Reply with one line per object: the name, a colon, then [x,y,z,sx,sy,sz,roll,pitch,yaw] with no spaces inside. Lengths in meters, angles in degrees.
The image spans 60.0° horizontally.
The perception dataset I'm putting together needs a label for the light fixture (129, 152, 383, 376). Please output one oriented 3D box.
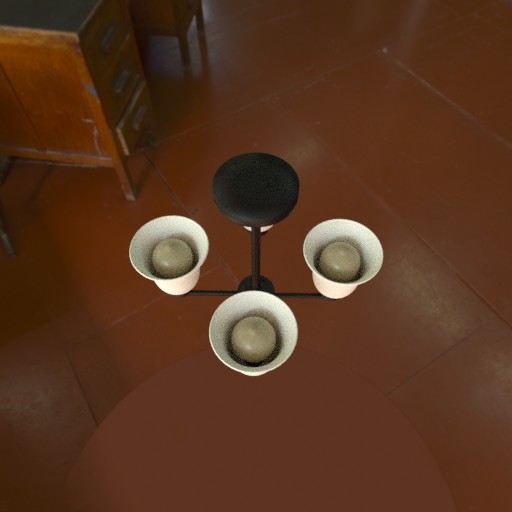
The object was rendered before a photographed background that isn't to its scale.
light fixture: [0.000,0.000,1.917,1.069,0.925,1.069,1,57,1]
